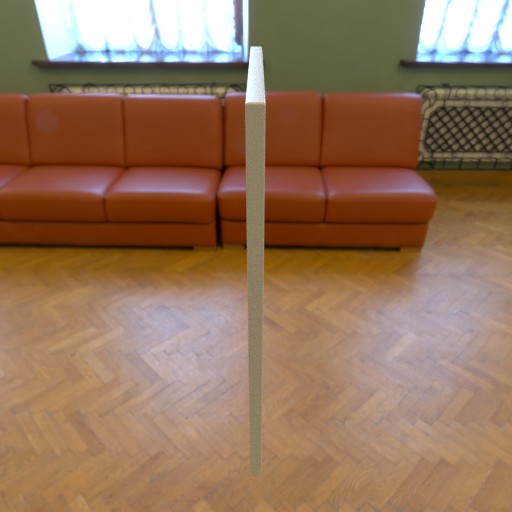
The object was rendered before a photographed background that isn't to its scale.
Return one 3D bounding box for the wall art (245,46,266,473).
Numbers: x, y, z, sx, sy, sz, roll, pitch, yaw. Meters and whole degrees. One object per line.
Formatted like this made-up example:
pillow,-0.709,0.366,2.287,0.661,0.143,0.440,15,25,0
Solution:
wall art,0.000,0.000,1.022,0.026,0.813,0.556,0,32,0
